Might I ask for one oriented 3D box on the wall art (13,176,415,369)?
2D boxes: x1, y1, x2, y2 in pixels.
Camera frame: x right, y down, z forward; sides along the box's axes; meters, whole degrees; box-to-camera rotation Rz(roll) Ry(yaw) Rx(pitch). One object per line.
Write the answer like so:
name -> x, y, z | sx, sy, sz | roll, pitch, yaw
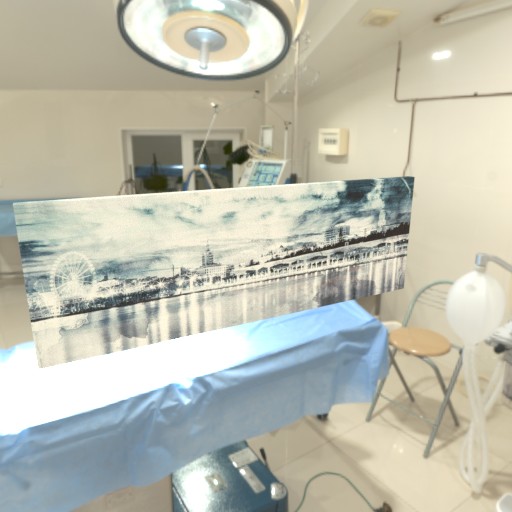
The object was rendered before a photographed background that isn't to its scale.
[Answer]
wall art -> 0.000, 0.000, 1.641 | 1.524, 0.509, 0.037 | -8, 18, -27
